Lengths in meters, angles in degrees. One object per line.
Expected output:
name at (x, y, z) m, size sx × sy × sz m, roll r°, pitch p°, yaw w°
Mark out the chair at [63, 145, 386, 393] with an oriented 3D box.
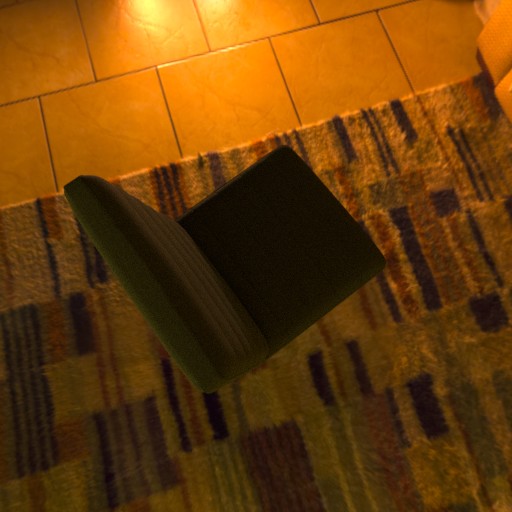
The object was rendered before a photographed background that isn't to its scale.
chair at (0.000, 0.000, 1.322) m, size 0.634 × 0.930 × 0.520 m, roll -36°, pitch 77°, yaw -9°
